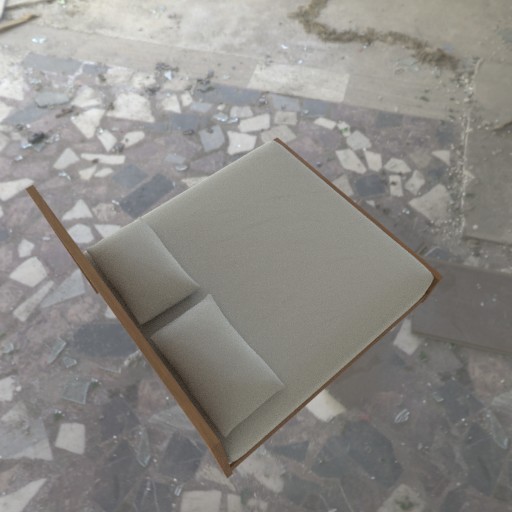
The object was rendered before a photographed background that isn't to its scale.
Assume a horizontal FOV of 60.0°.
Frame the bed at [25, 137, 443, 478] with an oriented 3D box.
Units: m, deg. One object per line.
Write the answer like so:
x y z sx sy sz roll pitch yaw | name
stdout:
0.000 0.000 3.391 2.184 1.387 2.003 -35 65 -19 | bed
